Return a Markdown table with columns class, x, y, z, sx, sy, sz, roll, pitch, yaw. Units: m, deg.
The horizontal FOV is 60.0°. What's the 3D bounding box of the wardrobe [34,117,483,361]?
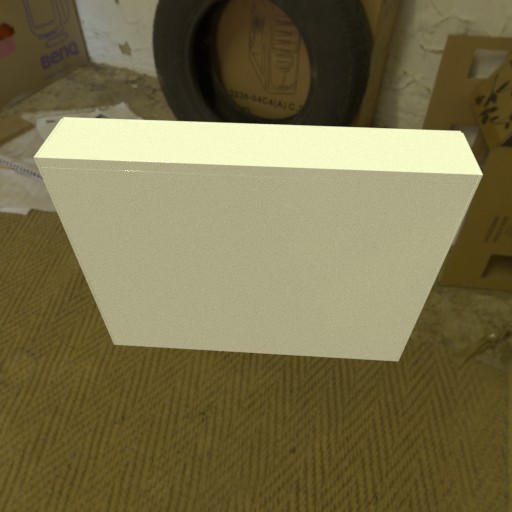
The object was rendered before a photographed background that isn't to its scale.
| class | x | y | z | sx | sy | sz | roll | pitch | yaw |
| --- | --- | --- | --- | --- | --- | --- | --- | --- | --- |
| wardrobe | 0.000 | 0.000 | 4.008 | 3.000 | 2.360 | 0.580 | 3 | 47 | 3 |
